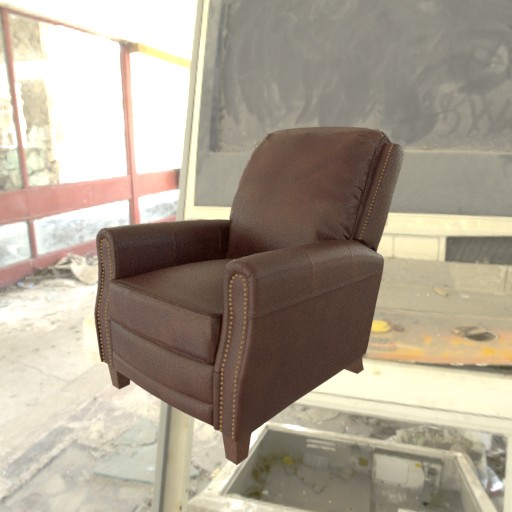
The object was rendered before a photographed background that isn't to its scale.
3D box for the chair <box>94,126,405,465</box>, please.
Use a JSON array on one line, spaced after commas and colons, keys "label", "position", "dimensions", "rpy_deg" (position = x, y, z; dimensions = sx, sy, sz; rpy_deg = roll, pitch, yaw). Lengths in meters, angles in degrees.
[{"label": "chair", "position": [0.000, 0.000, 1.798], "dimensions": [0.826, 1.022, 1.089], "rpy_deg": [13, 19, 40]}]
